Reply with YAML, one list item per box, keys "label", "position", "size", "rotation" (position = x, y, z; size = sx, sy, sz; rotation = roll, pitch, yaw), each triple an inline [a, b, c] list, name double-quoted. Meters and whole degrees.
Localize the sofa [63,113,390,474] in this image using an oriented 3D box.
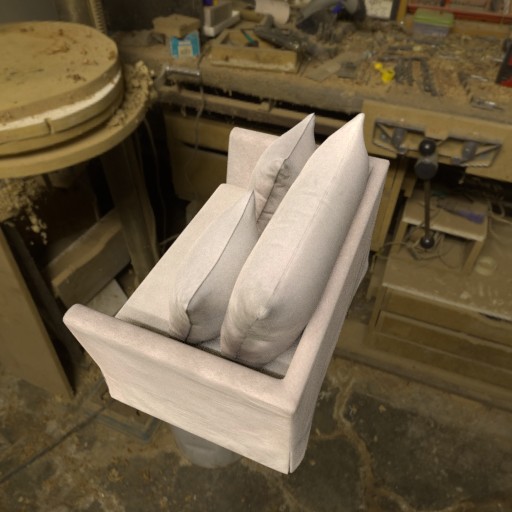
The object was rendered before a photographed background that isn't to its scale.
- label: "sofa"
  position: [0.000, 0.000, 2.254]
  size: [1.035, 1.040, 1.608]
  rotation: [17, 48, 16]
